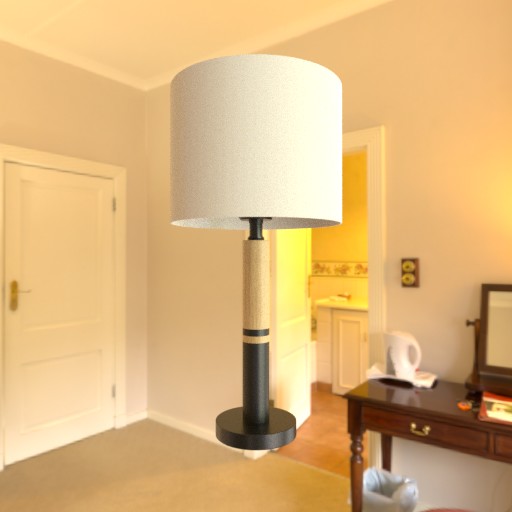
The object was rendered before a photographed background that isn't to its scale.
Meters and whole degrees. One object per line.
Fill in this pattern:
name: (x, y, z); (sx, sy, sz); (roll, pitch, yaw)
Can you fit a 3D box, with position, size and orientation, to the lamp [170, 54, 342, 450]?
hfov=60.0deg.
lamp: (0.000, 0.000, 0.800); (0.305, 0.640, 0.305); (0, 0, 0)
